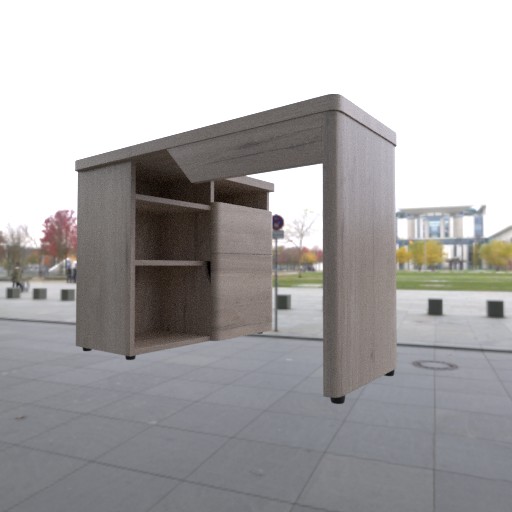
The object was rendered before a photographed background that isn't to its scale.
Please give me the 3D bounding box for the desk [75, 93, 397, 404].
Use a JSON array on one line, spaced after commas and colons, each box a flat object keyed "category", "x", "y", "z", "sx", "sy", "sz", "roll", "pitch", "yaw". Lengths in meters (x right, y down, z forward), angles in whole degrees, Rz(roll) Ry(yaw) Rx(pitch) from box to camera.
[{"category": "desk", "x": 0.000, "y": 0.000, "z": 1.773, "sx": 1.169, "sy": 0.760, "sz": 0.900, "roll": -1, "pitch": -2, "yaw": 37}]
